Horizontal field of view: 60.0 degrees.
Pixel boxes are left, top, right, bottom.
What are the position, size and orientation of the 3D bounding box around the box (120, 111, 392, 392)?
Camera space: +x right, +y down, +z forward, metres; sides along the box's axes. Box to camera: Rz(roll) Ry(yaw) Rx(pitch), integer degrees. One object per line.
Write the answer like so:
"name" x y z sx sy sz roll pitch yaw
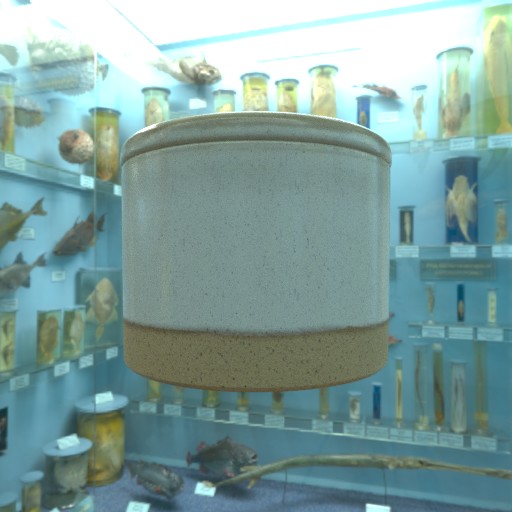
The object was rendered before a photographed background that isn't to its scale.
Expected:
"box" 0.000 0.000 0.262 0.154 0.123 0.154 0 -1 0
